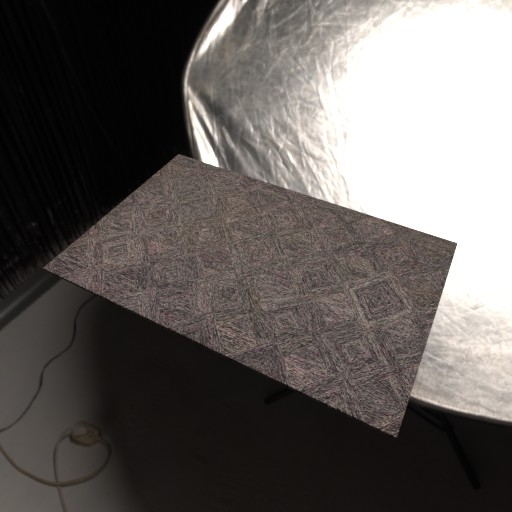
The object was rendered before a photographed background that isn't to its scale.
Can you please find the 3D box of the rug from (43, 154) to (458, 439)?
[{"bbox_3d":[0.000,0.000,2.921,2.298,0.017,1.501,21,49,19],"label":"rug"}]
